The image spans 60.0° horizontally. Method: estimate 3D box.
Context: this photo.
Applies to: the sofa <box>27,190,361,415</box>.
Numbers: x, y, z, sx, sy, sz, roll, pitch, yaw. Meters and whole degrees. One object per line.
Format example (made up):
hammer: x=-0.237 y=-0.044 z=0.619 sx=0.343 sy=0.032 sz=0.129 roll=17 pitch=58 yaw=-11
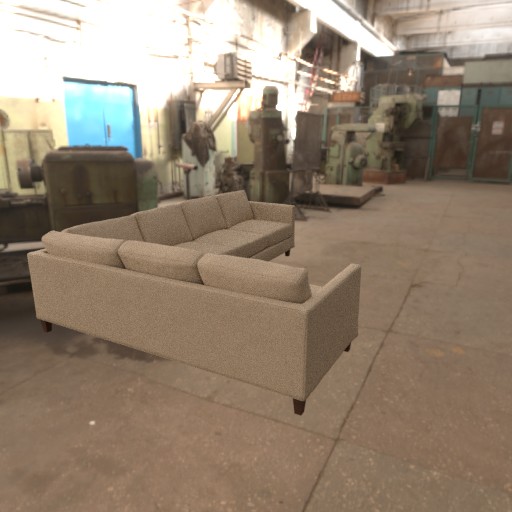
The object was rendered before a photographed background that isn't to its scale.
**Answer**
sofa: x=0.000 y=0.000 z=4.343 sx=2.432 sy=0.863 sz=3.182 roll=9 pitch=18 yaw=28
